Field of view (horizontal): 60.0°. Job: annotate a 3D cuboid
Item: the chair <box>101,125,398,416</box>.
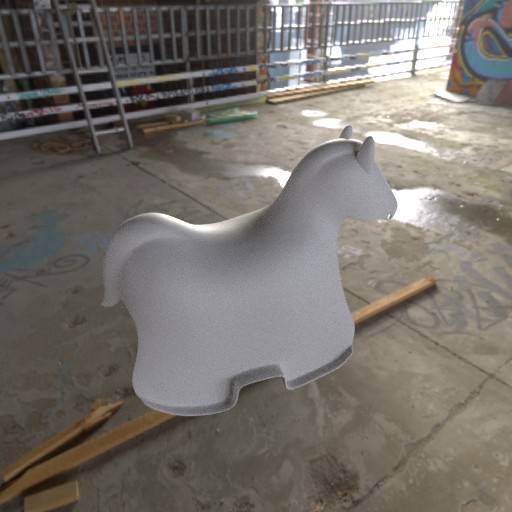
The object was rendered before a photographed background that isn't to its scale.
[{"bbox_3d":[0.000,0.000,1.165,0.800,0.612,0.429,-10,32,-16],"label":"chair"}]
